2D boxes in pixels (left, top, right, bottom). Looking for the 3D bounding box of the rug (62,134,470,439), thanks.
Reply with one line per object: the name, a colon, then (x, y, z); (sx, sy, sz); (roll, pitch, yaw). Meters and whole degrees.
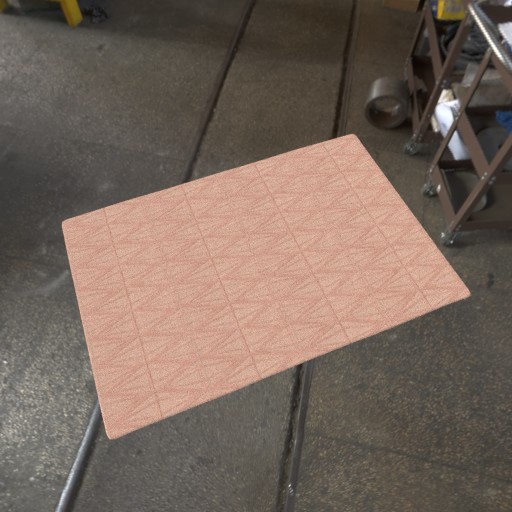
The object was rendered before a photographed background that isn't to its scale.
rug: (0.000, 0.000, 3.039); (2.390, 0.015, 1.609); (-19, 61, -11)
